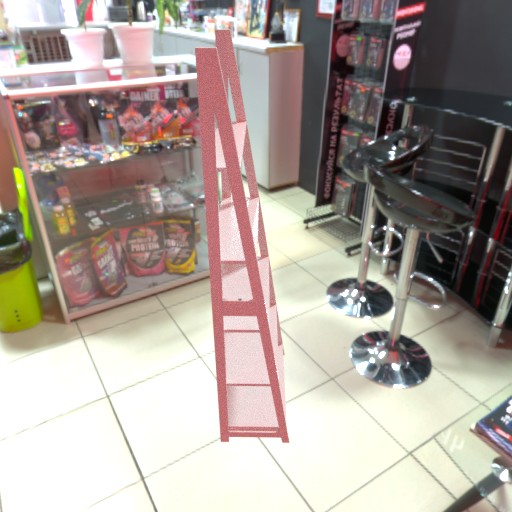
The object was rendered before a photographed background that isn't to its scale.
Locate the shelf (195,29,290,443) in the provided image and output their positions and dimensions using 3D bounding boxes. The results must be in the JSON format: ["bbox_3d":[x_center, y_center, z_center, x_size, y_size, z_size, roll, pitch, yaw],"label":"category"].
[{"bbox_3d":[0.000,0.000,2.001,0.341,1.779,0.636,0,31,1],"label":"shelf"}]
